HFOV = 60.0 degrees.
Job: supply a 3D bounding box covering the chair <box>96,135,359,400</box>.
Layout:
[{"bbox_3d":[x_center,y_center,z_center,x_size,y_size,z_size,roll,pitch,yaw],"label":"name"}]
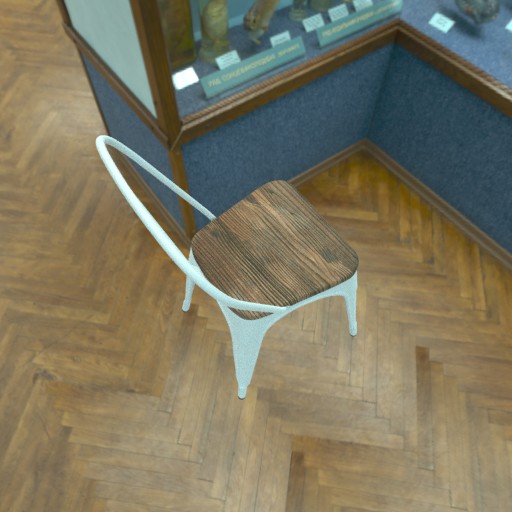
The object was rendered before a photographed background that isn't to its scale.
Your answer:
[{"bbox_3d":[0.000,0.000,1.152,0.521,0.851,0.452,-30,62,-17],"label":"chair"}]
